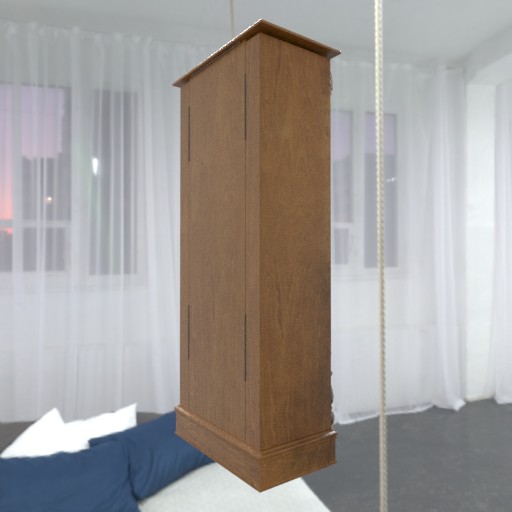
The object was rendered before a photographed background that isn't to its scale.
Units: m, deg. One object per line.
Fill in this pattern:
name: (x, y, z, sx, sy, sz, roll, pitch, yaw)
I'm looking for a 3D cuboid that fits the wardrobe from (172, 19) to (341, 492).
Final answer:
wardrobe: (0.000, 0.000, 1.131, 0.273, 0.959, 0.406, 1, -1, -36)
